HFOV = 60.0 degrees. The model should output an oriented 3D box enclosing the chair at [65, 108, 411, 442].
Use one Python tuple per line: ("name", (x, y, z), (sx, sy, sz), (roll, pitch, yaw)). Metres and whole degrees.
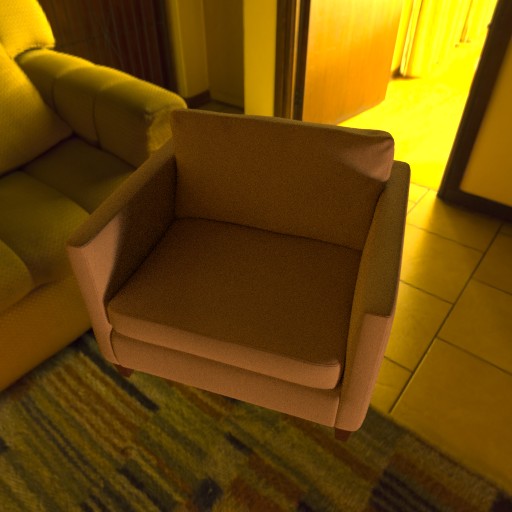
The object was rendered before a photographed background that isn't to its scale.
("chair", (0.000, 0.000, 1.835), (1.107, 0.961, 0.959), (12, 42, 13))
